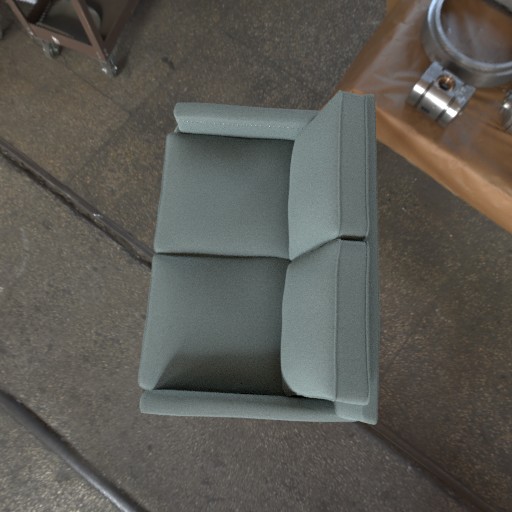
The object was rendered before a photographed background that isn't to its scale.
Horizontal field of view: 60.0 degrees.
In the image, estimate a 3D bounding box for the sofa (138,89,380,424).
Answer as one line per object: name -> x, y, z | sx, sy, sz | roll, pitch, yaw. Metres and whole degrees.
sofa -> 0.000, 0.000, 2.294 | 1.084, 1.003, 1.597 | 3, 76, 1
